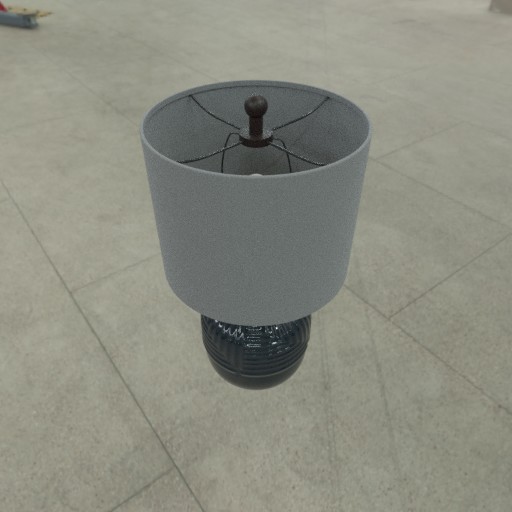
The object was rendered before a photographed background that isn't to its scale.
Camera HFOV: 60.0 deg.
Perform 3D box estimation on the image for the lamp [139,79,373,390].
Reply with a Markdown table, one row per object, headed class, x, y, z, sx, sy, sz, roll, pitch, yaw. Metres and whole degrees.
| class | x | y | z | sx | sy | sz | roll | pitch | yaw |
| --- | --- | --- | --- | --- | --- | --- | --- | --- | --- |
| lamp | 0.000 | 0.000 | 0.776 | 0.318 | 0.567 | 0.318 | 0 | 40 | 0 |
